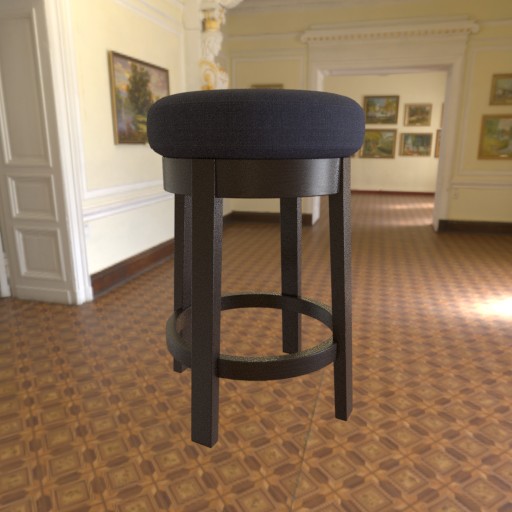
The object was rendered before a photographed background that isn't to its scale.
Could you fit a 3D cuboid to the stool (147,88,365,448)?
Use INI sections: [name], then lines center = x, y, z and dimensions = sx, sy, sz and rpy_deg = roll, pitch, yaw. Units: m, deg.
[stool]
center = 0.000, 0.000, 0.960
dimensions = 0.449, 0.655, 0.449
rpy_deg = 0, 14, 0
